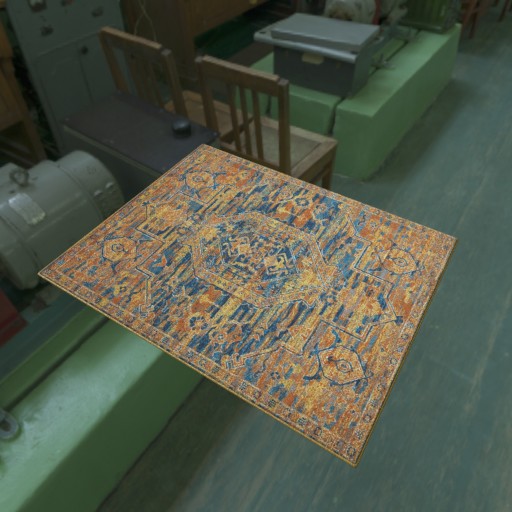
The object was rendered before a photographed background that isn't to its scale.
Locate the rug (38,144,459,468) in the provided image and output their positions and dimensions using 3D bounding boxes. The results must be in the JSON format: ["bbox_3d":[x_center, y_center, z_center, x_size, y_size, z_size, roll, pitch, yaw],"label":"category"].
[{"bbox_3d":[0.000,0.000,4.065,3.040,0.031,2.435,25,52,21],"label":"rug"}]
